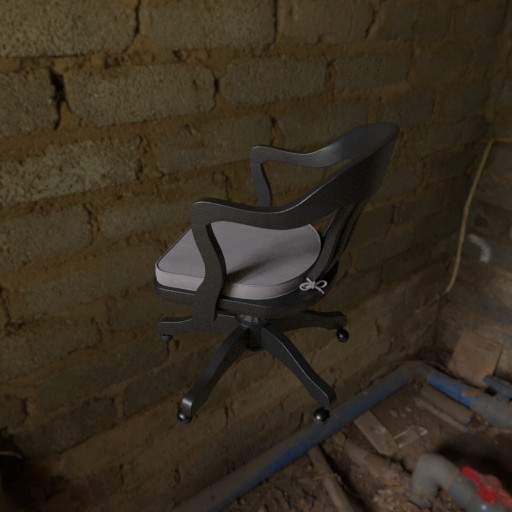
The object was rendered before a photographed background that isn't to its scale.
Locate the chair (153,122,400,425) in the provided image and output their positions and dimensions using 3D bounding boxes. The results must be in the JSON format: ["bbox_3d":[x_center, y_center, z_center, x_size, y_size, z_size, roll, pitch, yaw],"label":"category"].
[{"bbox_3d":[0.000,0.000,1.467,0.788,0.878,0.750,7,29,13],"label":"chair"}]
